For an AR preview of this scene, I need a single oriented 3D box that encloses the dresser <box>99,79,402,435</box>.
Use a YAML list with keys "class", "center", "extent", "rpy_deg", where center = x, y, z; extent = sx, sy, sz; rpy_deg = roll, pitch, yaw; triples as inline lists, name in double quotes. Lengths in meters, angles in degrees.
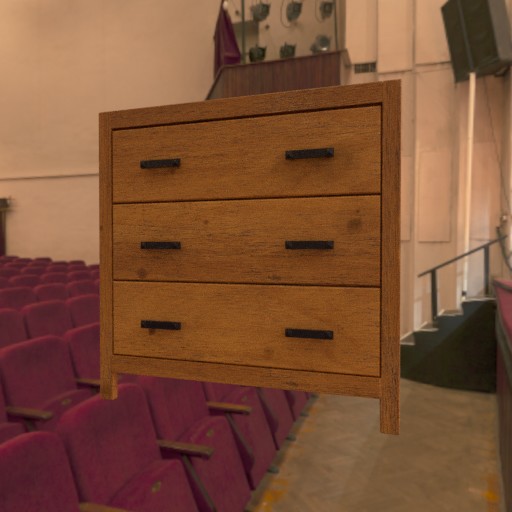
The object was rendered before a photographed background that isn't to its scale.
- class: "dresser"
  center: [0.000, 0.000, 1.298]
  extent: [0.804, 0.804, 0.427]
  rpy_deg: [0, 1, 18]
